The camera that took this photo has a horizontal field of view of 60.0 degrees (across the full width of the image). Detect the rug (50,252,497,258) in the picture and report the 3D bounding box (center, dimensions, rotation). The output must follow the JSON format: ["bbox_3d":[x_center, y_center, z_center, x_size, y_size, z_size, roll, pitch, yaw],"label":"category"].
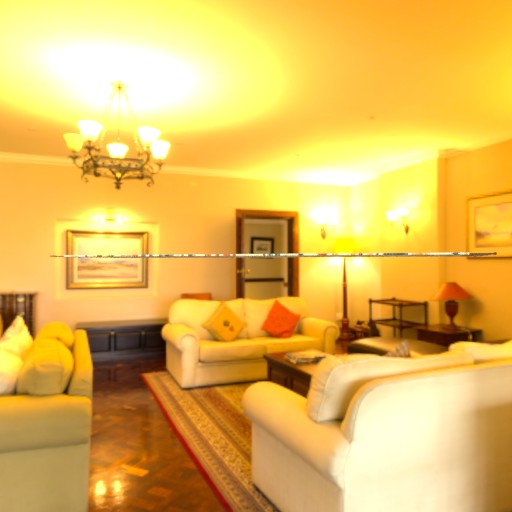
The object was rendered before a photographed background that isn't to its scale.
[{"bbox_3d":[0.000,0.000,2.890,2.682,0.015,0.763,0,-1,19],"label":"rug"}]
